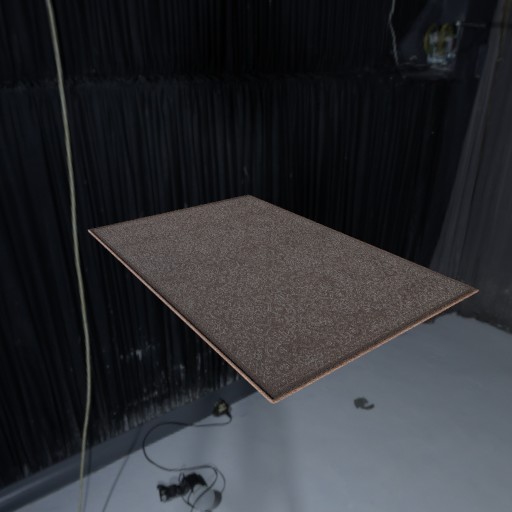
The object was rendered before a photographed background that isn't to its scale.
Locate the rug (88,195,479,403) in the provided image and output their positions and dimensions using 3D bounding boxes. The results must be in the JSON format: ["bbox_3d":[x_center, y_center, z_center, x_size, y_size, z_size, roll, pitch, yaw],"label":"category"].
[{"bbox_3d":[0.000,0.000,2.980,1.524,0.011,2.286,-17,30,-33],"label":"rug"}]
